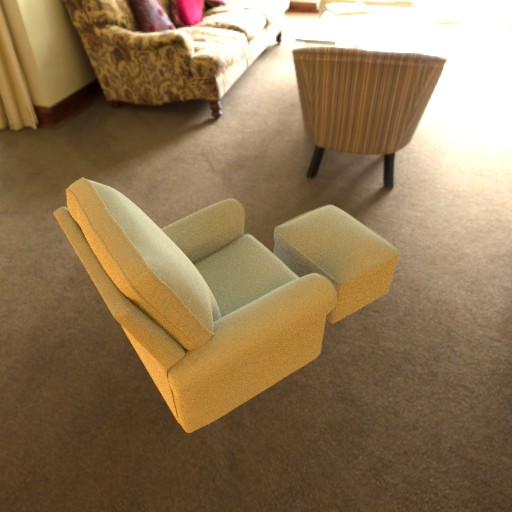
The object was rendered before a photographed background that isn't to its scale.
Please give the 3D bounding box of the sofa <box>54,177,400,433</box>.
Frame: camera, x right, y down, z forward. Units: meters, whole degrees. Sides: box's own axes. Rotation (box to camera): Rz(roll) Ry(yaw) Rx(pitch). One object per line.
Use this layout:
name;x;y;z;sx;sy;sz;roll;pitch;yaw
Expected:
sofa;0.000;0.000;2.075;1.478;0.959;0.880;-24;46;-25
